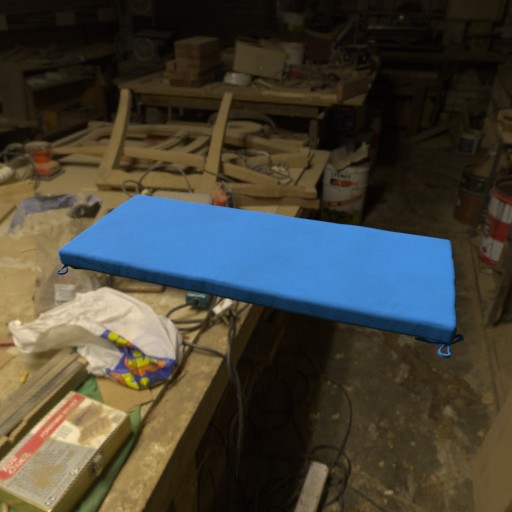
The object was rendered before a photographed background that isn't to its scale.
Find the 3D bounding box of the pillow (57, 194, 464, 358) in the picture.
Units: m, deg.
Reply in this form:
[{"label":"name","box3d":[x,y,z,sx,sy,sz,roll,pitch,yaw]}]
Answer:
[{"label":"pillow","box3d":[0.000,0.000,1.373,1.187,0.081,0.492,10,33,16]}]
